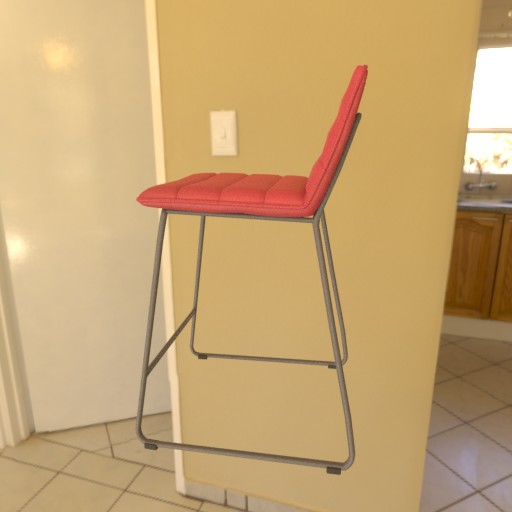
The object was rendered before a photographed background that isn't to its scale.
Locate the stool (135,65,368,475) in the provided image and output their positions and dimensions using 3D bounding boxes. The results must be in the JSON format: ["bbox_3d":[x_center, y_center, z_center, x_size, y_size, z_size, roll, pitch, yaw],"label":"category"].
[{"bbox_3d":[0.000,0.000,1.144,0.524,0.866,0.489,3,16,9],"label":"stool"}]
